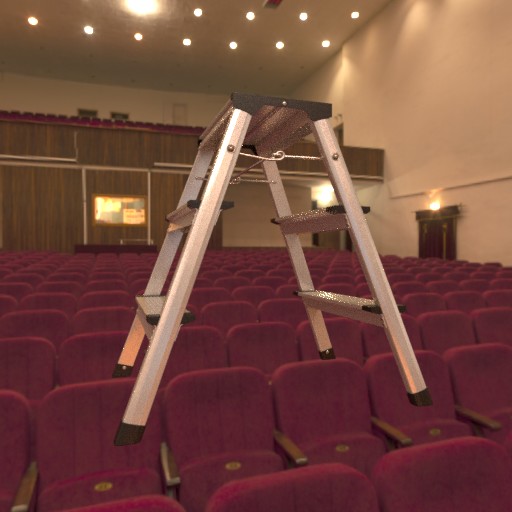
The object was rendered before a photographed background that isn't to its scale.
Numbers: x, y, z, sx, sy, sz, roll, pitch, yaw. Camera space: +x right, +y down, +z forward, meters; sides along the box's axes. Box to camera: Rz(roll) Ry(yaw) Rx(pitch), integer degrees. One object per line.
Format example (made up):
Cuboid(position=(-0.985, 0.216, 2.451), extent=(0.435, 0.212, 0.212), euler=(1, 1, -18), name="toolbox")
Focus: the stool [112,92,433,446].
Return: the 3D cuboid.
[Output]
Cuboid(position=(0.000, 0.000, 1.009), extent=(0.622, 0.605, 0.437), euler=(0, 0, -18), name="stool")
